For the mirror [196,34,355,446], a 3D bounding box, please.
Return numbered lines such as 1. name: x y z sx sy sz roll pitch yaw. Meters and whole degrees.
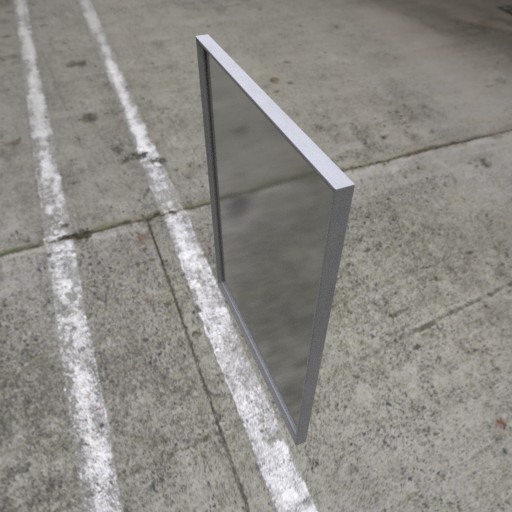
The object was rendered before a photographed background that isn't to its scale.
1. mirror: 0.000 0.000 1.328 0.041 1.016 0.762 -16 47 -16
